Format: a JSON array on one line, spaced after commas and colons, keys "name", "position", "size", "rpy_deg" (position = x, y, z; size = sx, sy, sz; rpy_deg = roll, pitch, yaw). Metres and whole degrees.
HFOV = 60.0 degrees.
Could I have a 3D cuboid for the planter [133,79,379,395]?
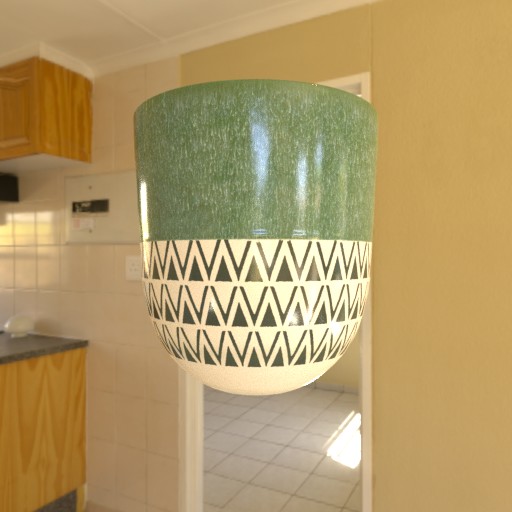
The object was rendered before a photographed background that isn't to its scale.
[{"name": "planter", "position": [0.000, 0.000, 0.365], "size": [0.195, 0.214, 0.195], "rpy_deg": [0, 0, 0]}]
